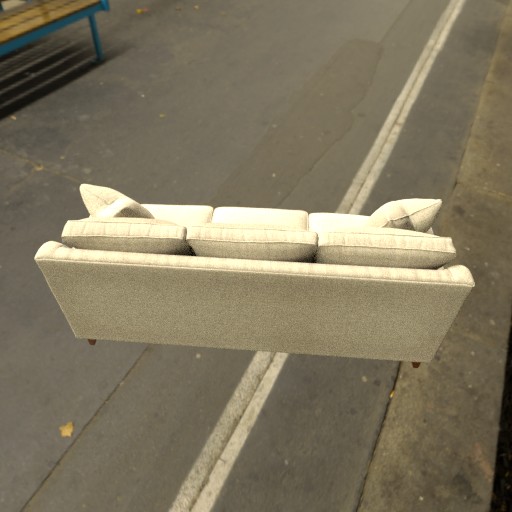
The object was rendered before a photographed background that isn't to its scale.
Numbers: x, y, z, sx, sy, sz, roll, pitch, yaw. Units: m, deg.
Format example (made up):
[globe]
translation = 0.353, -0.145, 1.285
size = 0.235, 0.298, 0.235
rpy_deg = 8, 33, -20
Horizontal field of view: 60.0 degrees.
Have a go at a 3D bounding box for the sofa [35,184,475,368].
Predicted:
[sofa]
translation = 0.000, 0.000, 2.550
size = 2.031, 0.914, 0.865
rpy_deg = 3, 47, 3
